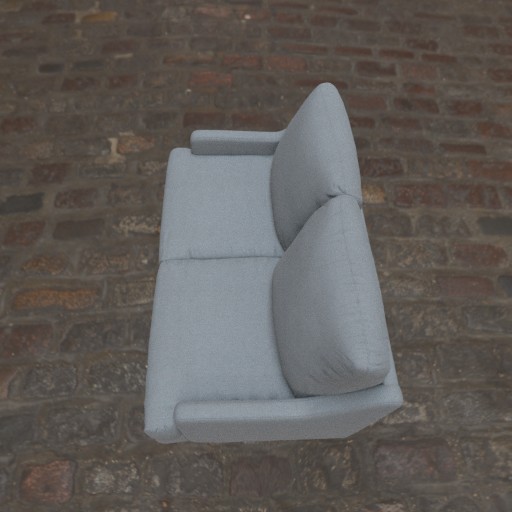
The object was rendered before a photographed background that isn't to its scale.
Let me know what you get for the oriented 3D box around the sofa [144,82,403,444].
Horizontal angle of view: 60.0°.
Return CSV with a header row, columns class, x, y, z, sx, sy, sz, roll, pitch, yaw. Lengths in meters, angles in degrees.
class,x,y,z,sx,sy,sz,roll,pitch,yaw
sofa,0.000,0.000,2.142,0.987,0.921,1.589,-2,58,-1
